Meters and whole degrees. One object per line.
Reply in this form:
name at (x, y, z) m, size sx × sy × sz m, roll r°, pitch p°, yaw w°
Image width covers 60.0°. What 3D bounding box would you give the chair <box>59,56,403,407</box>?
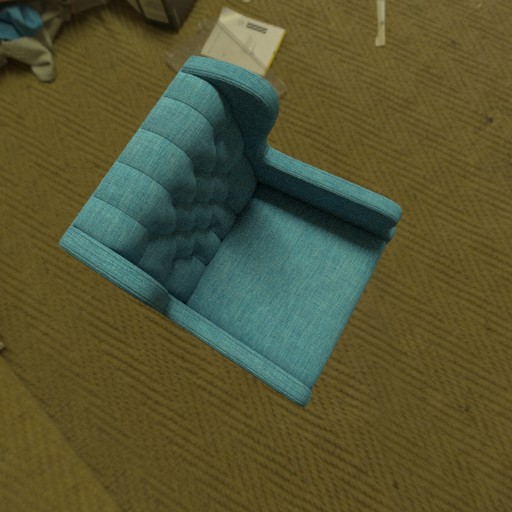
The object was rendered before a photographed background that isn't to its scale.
chair at (0.000, 0.000, 1.514) m, size 0.775 × 0.952 × 0.711 m, roll 29°, pitch 77°, yaw 7°
